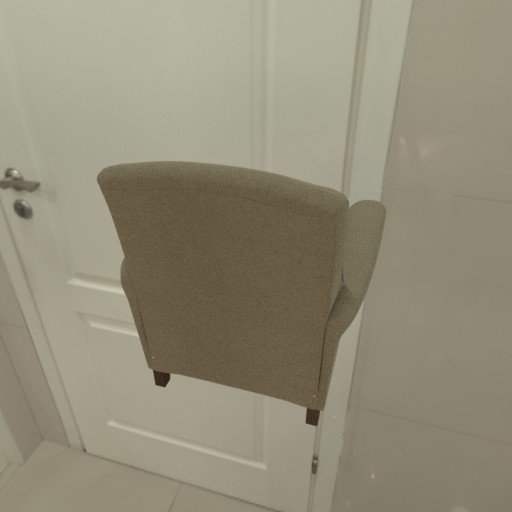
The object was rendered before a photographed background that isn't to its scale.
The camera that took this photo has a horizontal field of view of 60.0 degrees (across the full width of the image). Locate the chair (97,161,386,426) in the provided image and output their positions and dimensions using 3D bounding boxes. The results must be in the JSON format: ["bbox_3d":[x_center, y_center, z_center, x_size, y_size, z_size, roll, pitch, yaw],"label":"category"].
[{"bbox_3d":[0.000,0.000,1.828,0.978,1.061,0.905,9,33,15],"label":"chair"}]
